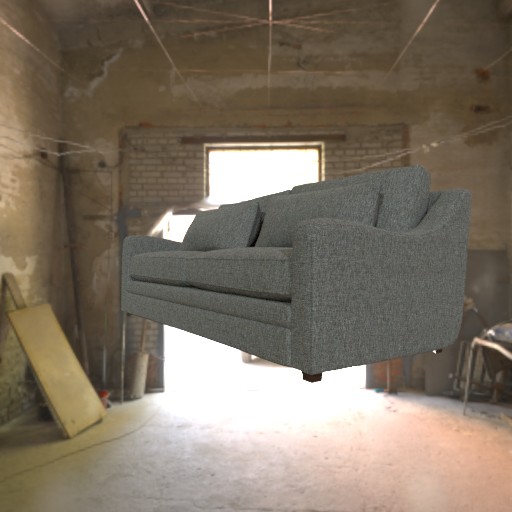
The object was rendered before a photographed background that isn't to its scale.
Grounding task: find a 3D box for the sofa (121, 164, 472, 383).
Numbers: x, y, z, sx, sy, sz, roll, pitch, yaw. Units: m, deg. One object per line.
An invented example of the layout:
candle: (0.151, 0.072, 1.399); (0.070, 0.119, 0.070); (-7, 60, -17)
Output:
sofa: (0.000, 0.000, 2.982); (1.103, 0.998, 2.418); (0, 1, -35)
